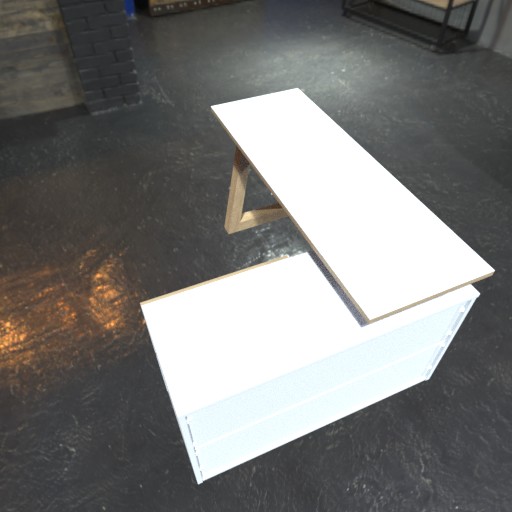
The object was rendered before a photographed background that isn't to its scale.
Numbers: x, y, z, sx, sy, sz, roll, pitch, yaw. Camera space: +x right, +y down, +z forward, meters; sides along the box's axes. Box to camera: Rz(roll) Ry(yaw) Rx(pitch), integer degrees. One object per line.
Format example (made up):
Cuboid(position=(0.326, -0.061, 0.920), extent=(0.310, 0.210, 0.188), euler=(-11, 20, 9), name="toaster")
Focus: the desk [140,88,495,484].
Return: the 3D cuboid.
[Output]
Cuboid(position=(0.000, 0.000, 2.018), extent=(1.098, 0.755, 1.404), euler=(-18, 49, -16), name="desk")
